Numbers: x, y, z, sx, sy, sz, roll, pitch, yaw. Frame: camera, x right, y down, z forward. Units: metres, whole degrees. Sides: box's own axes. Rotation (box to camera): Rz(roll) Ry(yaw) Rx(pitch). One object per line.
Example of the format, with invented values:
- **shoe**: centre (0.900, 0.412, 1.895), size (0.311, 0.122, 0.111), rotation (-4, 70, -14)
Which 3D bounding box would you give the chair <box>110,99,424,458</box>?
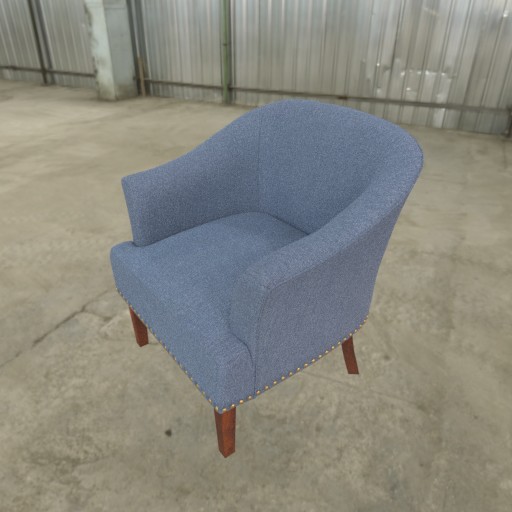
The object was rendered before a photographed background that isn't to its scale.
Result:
- **chair**: centre (0.000, 0.000, 1.379), size (0.704, 0.815, 0.772), rotation (-21, 36, -31)
